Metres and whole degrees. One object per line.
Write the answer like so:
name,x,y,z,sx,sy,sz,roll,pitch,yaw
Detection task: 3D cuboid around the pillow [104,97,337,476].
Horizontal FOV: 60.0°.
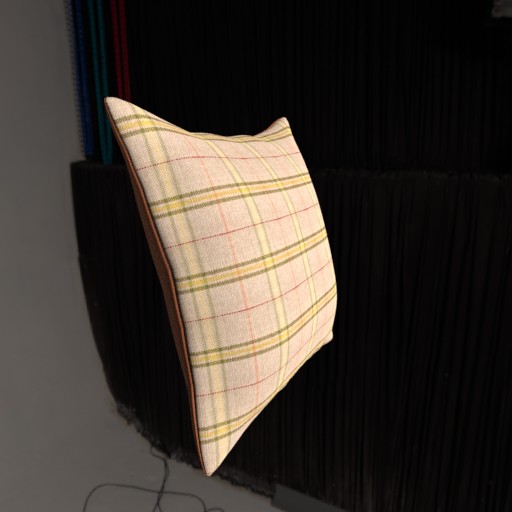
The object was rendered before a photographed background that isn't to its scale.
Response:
pillow,0.000,0.000,0.677,0.200,0.430,0.453,7,16,27
